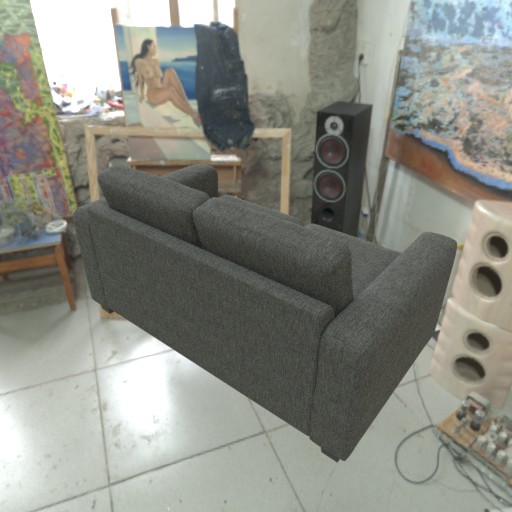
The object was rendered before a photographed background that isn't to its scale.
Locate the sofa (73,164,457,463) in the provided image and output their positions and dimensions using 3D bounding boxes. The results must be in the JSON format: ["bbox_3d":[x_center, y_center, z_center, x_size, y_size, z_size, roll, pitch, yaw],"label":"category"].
[{"bbox_3d":[0.000,0.000,2.034,1.520,0.800,0.900,23,38,32],"label":"sofa"}]
